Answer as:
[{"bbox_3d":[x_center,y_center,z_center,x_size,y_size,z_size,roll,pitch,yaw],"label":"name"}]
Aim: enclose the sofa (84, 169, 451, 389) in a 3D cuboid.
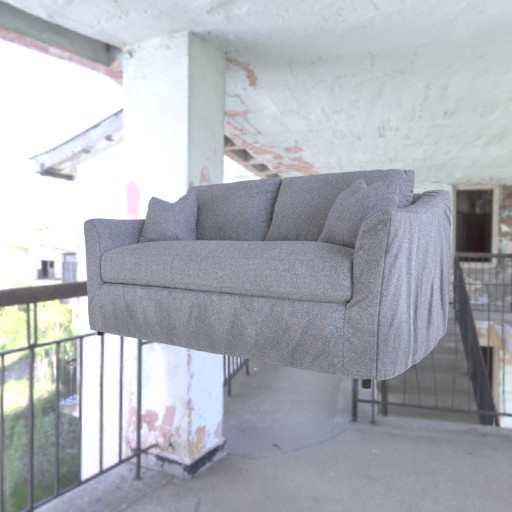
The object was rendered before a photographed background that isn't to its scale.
[{"bbox_3d":[0.000,0.000,2.675,2.010,1.018,1.072,1,2,35],"label":"sofa"}]
